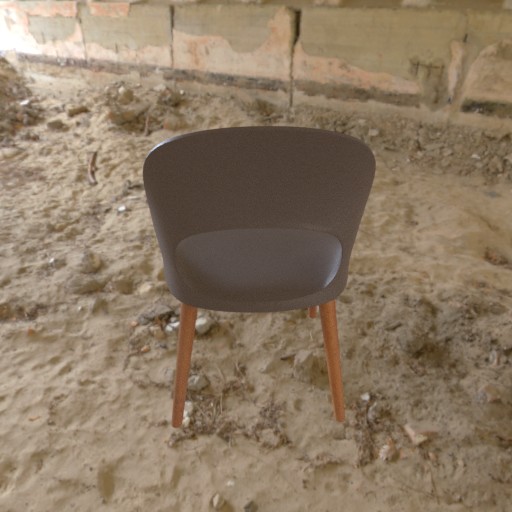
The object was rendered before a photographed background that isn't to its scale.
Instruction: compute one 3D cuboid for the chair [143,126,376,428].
[{"bbox_3d":[0.000,0.000,1.141,0.470,0.794,0.556,-1,30,-2],"label":"chair"}]
